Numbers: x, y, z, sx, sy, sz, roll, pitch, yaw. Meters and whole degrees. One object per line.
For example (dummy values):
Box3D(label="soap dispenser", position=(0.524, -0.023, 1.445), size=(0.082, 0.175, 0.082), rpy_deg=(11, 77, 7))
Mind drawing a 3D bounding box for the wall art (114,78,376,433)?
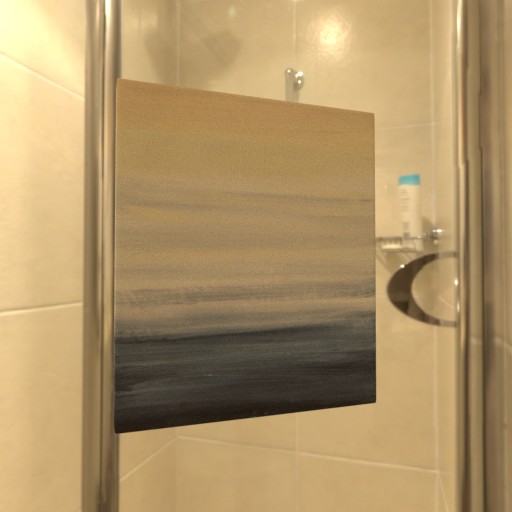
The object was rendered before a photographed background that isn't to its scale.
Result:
Box3D(label="wall art", position=(0.000, 0.000, 1.002), size=(0.608, 0.710, 0.041), rpy_deg=(1, -1, -20))
